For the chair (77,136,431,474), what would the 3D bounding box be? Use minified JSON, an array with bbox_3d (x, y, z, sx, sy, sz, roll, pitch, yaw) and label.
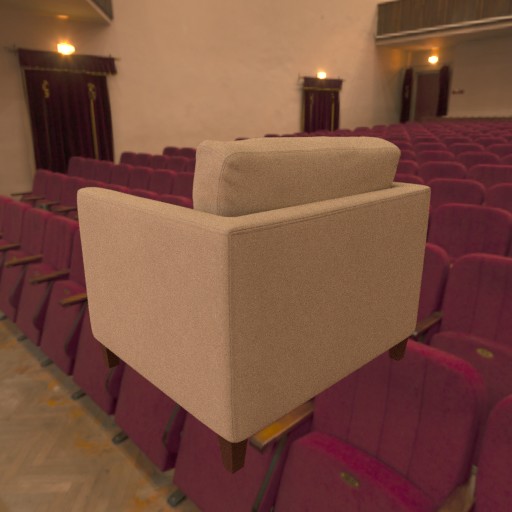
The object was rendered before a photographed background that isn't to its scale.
[{"bbox_3d":[0.000,0.000,1.822,1.107,0.961,0.959,-15,22,-41],"label":"chair"}]
